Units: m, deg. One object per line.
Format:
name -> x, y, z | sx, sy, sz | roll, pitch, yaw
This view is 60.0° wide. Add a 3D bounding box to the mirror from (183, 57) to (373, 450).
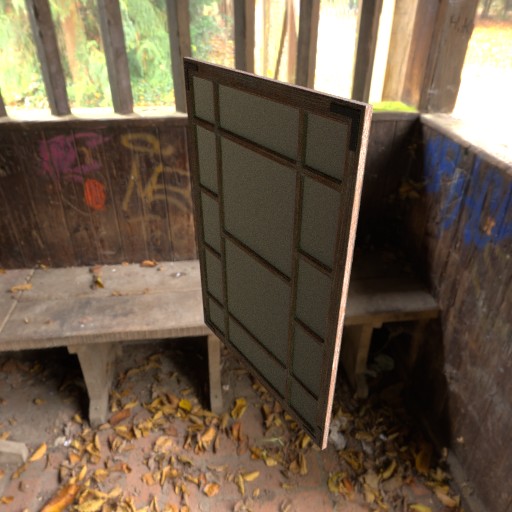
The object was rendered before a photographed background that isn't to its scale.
mirror -> 0.000, 0.000, 1.300 | 0.025, 0.996, 0.705 | -21, 37, -29
